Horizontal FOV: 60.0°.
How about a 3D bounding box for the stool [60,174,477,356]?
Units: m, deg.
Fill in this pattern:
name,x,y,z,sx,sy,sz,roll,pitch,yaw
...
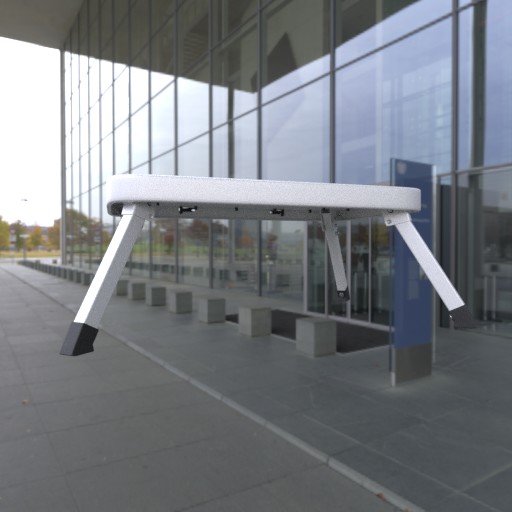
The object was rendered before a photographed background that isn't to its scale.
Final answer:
name,x,y,z,sx,sy,sz,roll,pitch,yaw
stool,0.000,0.000,0.601,0.460,0.170,0.320,0,1,-18
